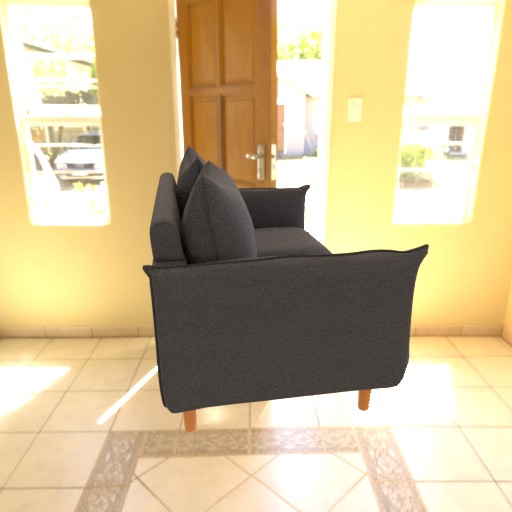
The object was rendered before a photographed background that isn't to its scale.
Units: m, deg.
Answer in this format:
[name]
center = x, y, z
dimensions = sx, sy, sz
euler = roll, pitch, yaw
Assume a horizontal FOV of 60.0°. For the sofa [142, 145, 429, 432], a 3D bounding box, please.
[sofa]
center = 0.000, 0.000, 1.856
dimensions = 0.820, 0.840, 1.300
euler = -3, 18, -10
